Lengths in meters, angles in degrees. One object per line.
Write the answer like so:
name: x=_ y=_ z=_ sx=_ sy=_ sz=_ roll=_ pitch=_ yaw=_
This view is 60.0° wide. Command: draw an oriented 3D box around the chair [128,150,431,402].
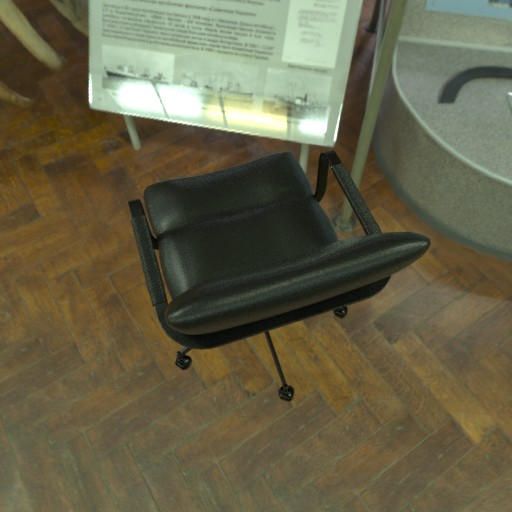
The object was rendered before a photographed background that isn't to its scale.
chair: x=0.000 y=0.000 z=1.435 sx=0.719 sy=0.922 sz=0.748 roll=-16 pitch=59 yaw=-10
